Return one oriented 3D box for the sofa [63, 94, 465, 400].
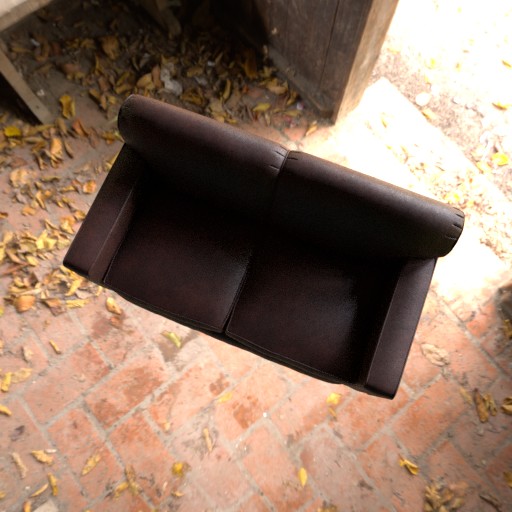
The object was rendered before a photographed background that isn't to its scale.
[{"bbox_3d":[0.000,0.000,2.499,1.856,0.966,1.000,21,76,5],"label":"sofa"}]
